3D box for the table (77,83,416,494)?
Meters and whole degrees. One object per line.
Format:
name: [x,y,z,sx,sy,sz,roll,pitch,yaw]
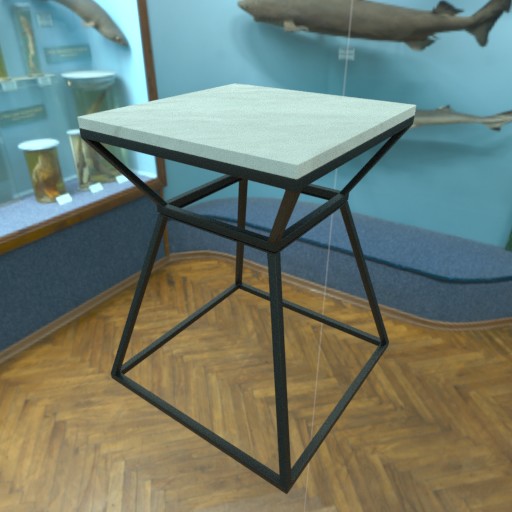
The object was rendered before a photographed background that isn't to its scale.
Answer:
table: [0.000,0.000,0.878,0.455,0.559,0.455,20,35,30]
